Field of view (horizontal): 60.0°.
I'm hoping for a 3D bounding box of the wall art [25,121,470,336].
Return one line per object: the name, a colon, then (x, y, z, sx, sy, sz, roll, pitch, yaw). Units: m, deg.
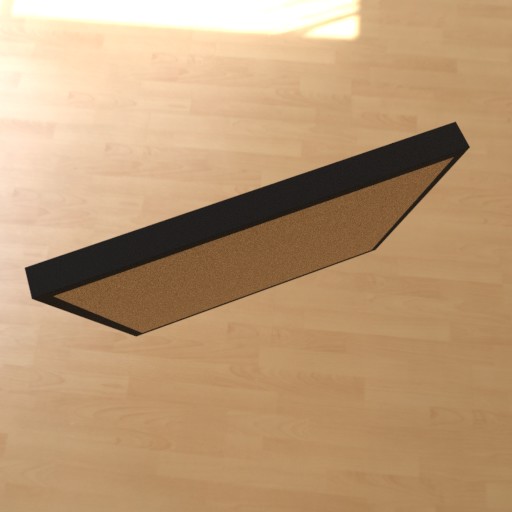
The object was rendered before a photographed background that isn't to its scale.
wall art: (0.000, 0.000, 0.537, 0.397, 0.325, 0.028, -19, 75, -5)
